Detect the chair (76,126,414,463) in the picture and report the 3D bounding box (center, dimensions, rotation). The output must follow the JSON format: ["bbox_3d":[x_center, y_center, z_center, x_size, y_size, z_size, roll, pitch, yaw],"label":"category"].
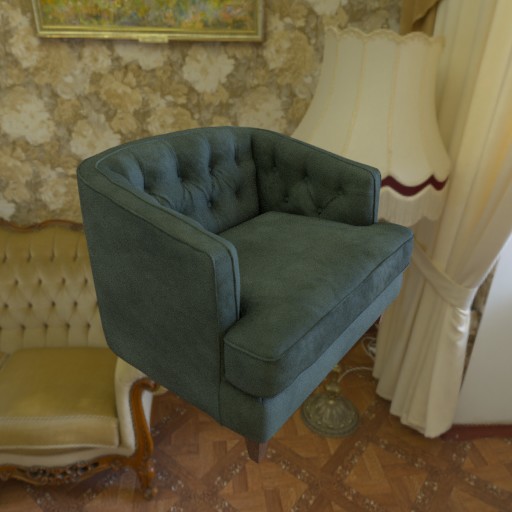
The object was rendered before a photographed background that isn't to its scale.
[{"bbox_3d":[0.000,0.000,1.745,0.941,0.852,1.104,18,31,33],"label":"chair"}]
